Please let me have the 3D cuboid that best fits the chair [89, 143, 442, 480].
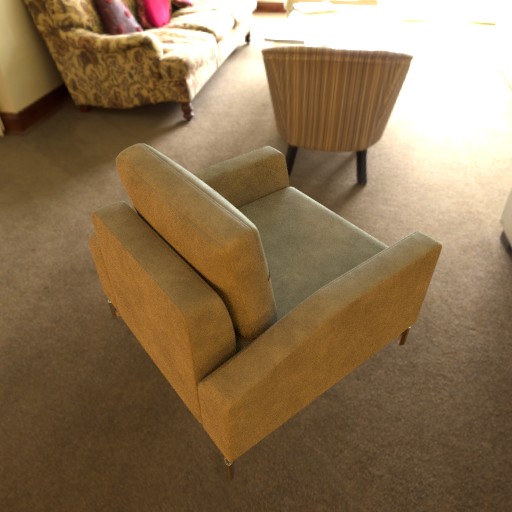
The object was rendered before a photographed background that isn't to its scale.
[{"bbox_3d":[0.000,0.000,1.587,0.900,0.800,0.900,-27,47,-28],"label":"chair"}]
